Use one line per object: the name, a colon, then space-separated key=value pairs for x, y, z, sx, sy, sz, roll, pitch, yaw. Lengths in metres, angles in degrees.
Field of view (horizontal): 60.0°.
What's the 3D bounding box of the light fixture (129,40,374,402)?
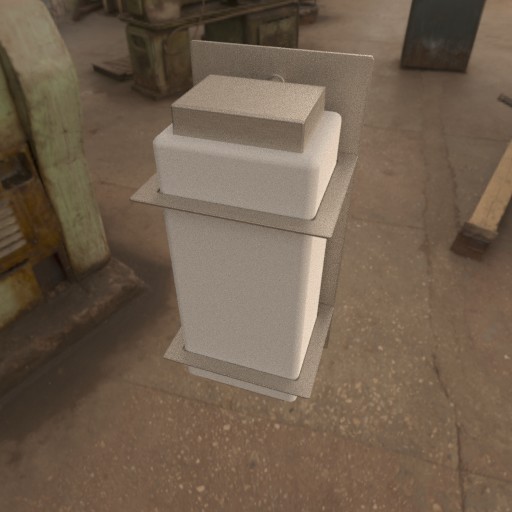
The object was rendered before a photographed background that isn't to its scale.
light fixture: x=0.000 y=0.000 z=0.467 sx=0.168 sy=0.380 sz=0.160 roll=12 pitch=41 yaw=14
